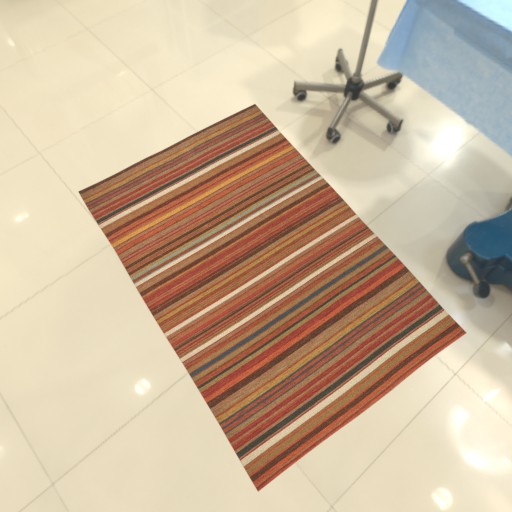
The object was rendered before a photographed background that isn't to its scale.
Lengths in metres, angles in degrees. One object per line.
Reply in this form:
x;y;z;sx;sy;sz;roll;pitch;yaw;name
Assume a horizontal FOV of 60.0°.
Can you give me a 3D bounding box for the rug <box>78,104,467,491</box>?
0.000;0.000;2.327;1.217;0.007;1.828;-31;67;-15;rug
